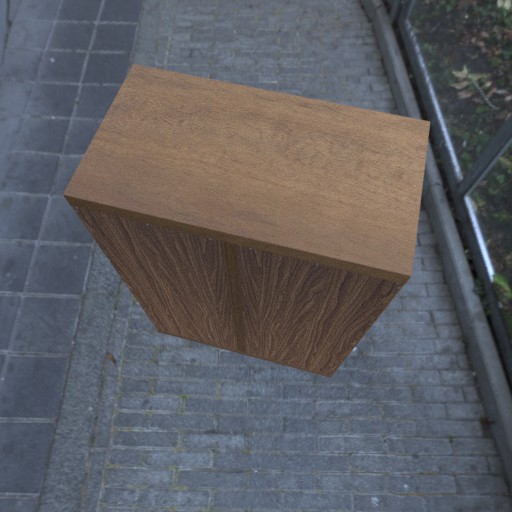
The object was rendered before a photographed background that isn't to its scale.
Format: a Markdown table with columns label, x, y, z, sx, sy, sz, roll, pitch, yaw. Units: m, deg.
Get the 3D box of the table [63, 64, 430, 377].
| label | x | y | z | sx | sy | sz | roll | pitch | yaw |
| --- | --- | --- | --- | --- | --- | --- | --- | --- | --- |
| table | 0.000 | 0.000 | 1.792 | 0.901 | 1.294 | 0.524 | 13 | 65 | 6 |
